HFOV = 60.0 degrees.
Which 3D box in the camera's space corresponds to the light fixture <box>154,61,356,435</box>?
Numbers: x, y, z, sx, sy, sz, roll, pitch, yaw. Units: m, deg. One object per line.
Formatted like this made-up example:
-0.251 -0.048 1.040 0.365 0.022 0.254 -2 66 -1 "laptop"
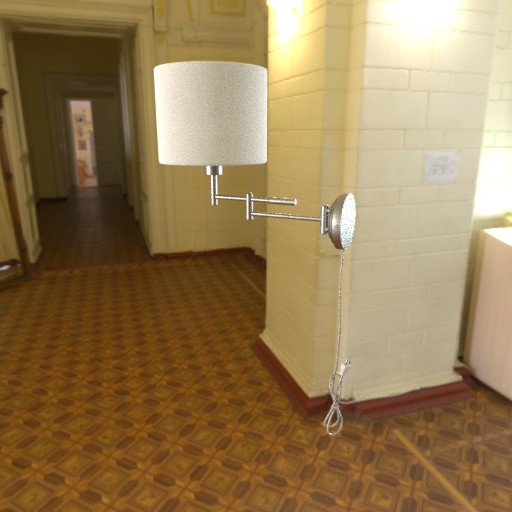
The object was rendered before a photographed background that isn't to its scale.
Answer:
0.000 0.000 1.061 0.479 0.842 0.253 7 17 25 "light fixture"
